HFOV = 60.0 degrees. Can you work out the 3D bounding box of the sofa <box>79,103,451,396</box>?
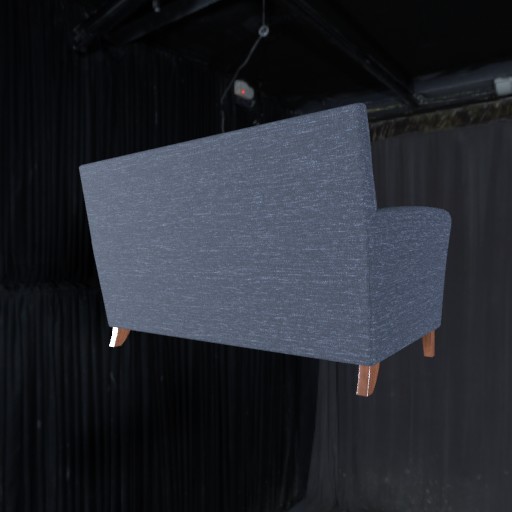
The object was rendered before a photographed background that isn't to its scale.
[{"bbox_3d":[0.000,0.000,1.942,1.420,0.846,0.875,0,0,37],"label":"sofa"}]
